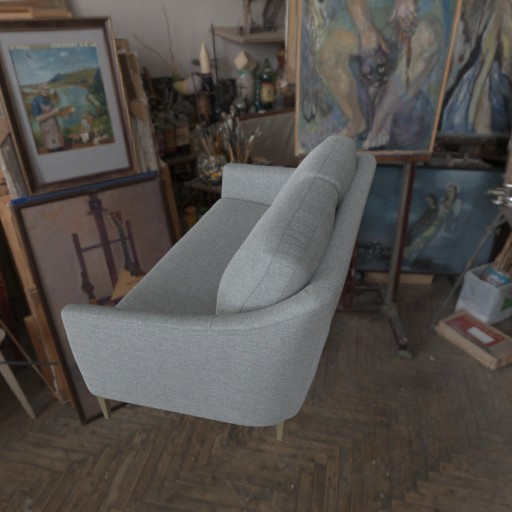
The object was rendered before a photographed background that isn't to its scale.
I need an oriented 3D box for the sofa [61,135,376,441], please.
[{"bbox_3d":[0.000,0.000,2.154,0.960,0.904,1.619,10,32,15],"label":"sofa"}]
